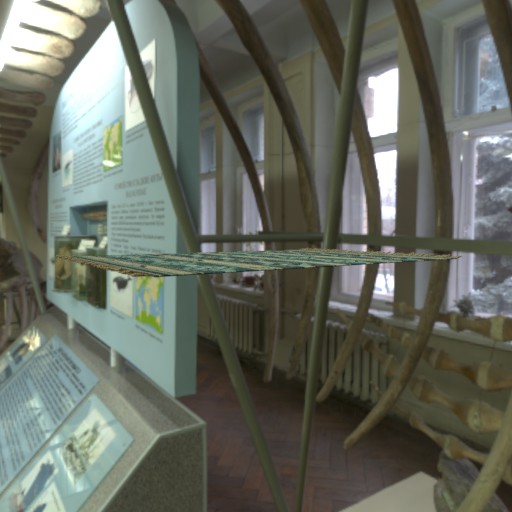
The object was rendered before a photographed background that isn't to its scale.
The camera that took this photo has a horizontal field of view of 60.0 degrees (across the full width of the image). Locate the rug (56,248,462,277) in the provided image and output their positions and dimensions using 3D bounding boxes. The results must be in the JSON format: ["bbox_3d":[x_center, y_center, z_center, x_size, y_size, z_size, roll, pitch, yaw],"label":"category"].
[{"bbox_3d":[0.000,0.000,4.416,3.307,0.047,2.418,-2,4,-34],"label":"rug"}]
